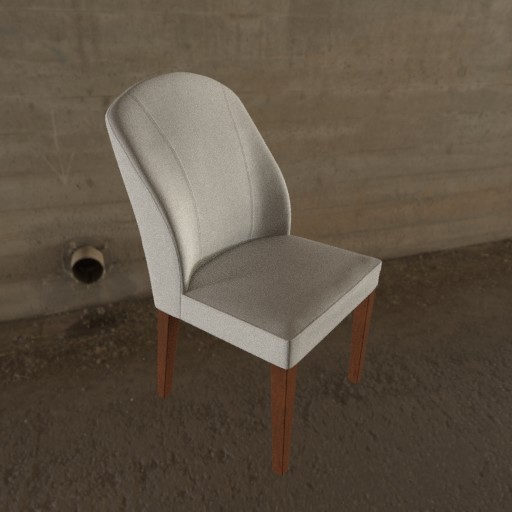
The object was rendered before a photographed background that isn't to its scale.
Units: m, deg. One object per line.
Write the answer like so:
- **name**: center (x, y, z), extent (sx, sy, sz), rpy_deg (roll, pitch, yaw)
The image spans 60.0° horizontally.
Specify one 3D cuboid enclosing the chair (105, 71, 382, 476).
- **chair**: center (0.000, 0.000, 1.183), extent (0.540, 0.893, 0.472), rpy_deg (18, 31, 33)
